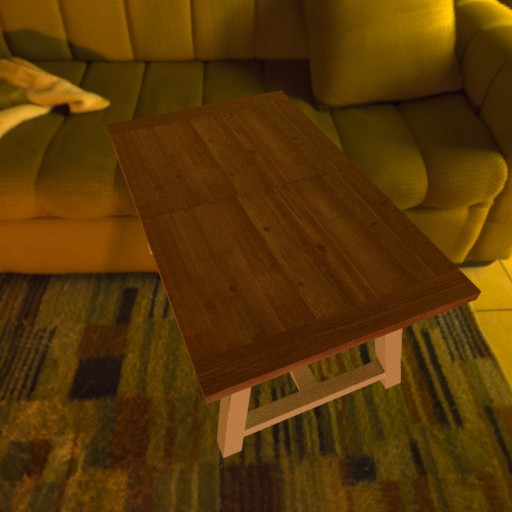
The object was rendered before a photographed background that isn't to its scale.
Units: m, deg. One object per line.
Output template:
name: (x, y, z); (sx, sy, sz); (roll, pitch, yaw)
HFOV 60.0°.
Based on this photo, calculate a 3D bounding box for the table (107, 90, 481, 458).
table: (0.000, 0.000, 2.031); (0.922, 0.743, 1.503); (-17, 48, -16)
